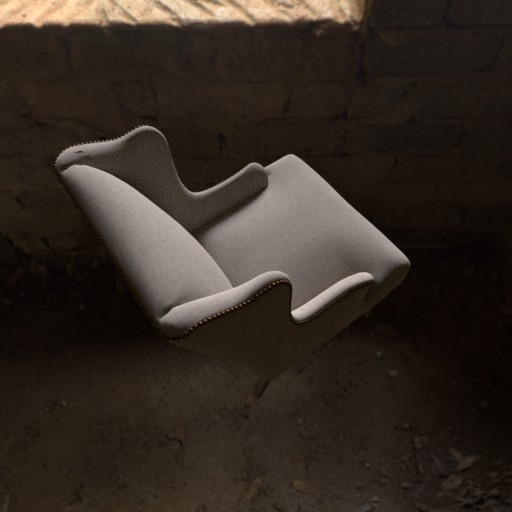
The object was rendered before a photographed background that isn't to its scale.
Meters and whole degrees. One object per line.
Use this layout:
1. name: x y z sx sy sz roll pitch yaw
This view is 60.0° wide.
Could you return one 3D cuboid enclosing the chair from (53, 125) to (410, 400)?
1. chair: 0.000 0.000 1.633 0.940 1.029 0.737 -31 62 -19
